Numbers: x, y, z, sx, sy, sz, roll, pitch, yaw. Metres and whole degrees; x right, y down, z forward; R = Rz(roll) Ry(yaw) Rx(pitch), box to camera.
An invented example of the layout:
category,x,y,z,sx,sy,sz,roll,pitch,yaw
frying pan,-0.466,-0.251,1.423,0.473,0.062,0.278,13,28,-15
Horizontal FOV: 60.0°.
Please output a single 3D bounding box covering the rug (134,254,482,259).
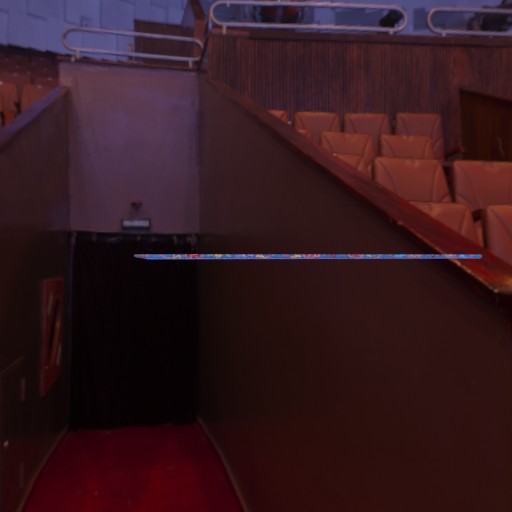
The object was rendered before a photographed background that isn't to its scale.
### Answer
category,x,y,z,sx,sy,sz,roll,pitch,yaw
rug,0.000,0.000,2.354,1.216,0.014,1.836,0,0,-16
